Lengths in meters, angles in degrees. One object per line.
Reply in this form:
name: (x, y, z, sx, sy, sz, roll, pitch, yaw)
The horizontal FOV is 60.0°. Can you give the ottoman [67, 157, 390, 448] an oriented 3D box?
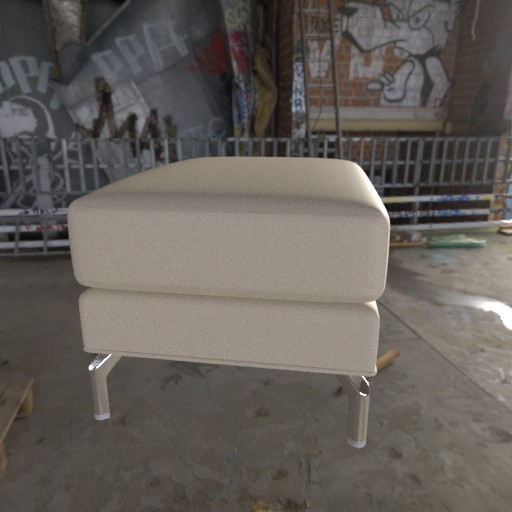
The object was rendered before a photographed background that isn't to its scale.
ottoman: (0.000, 0.000, 1.192, 0.581, 0.497, 0.835, 3, 17, 9)
